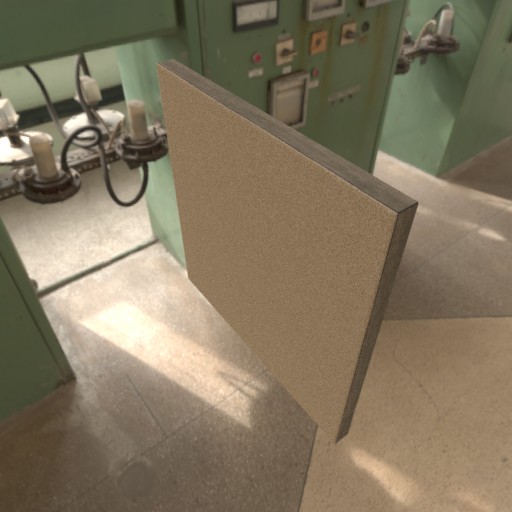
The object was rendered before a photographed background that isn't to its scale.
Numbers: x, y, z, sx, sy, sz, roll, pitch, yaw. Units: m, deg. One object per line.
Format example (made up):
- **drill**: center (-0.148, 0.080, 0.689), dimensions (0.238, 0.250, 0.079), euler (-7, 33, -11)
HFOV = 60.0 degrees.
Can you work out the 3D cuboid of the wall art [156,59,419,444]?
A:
- **wall art**: center (0.000, 0.000, 1.124), dimensions (0.050, 0.751, 0.749), euler (-27, 49, -26)
